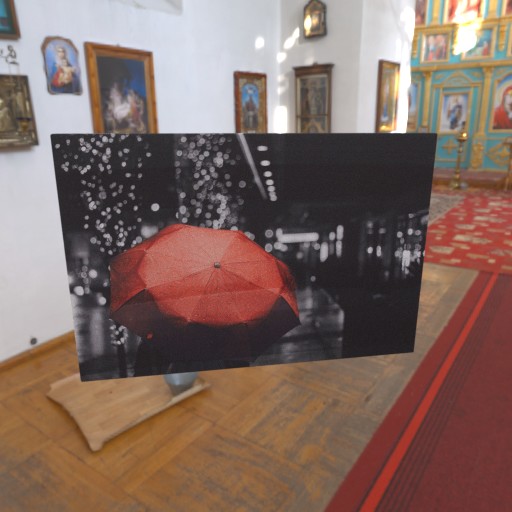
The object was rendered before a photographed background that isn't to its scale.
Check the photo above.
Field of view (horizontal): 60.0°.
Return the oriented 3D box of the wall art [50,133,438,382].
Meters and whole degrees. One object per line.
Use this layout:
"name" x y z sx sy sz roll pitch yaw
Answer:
"wall art" 0.000 0.000 0.761 0.609 0.406 0.037 -3 16 -9
